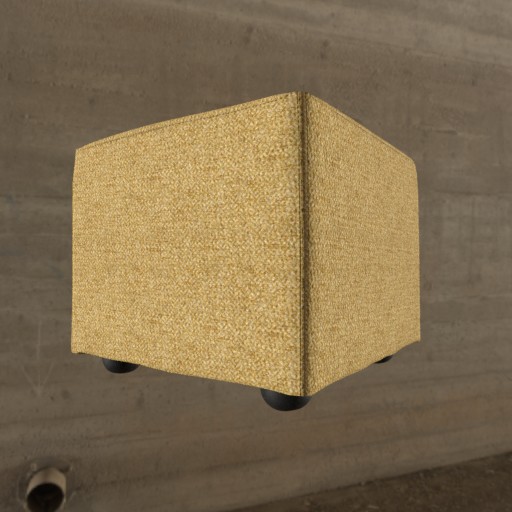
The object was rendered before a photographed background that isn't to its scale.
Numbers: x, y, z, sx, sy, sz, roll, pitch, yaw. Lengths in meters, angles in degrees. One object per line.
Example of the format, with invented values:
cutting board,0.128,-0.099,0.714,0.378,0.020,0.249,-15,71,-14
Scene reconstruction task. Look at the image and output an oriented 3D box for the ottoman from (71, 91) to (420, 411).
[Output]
ottoman,0.000,0.000,0.879,0.505,0.441,0.512,-1,-1,35
